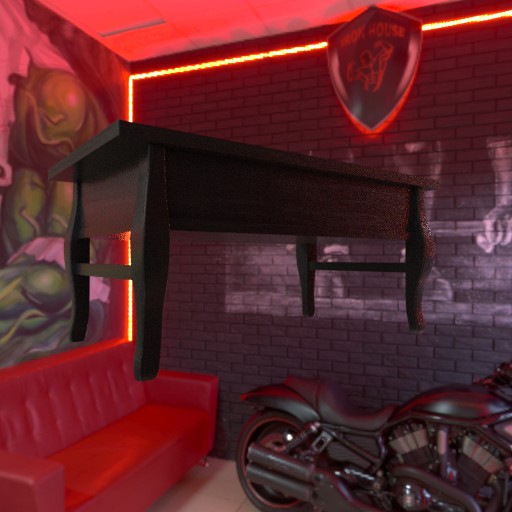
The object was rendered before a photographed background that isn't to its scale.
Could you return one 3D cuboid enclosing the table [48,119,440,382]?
[{"bbox_3d":[0.000,0.000,1.360,1.062,0.494,0.600,0,0,-37],"label":"table"}]
